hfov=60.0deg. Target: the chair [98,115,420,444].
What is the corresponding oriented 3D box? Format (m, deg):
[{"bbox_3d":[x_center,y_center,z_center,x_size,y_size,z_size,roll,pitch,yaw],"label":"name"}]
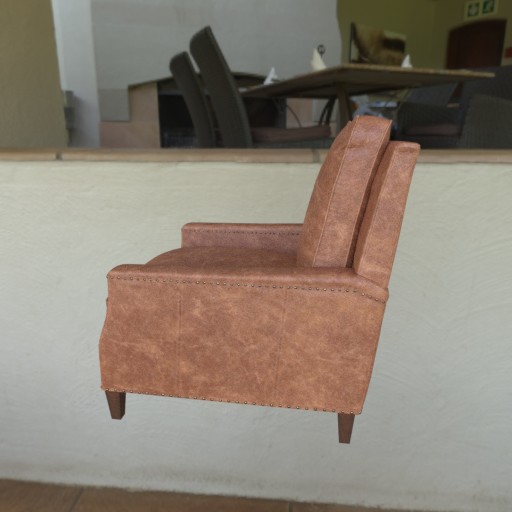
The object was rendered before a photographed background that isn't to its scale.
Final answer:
[{"bbox_3d":[0.000,0.000,1.780,1.035,1.054,0.854,2,15,9],"label":"chair"}]
